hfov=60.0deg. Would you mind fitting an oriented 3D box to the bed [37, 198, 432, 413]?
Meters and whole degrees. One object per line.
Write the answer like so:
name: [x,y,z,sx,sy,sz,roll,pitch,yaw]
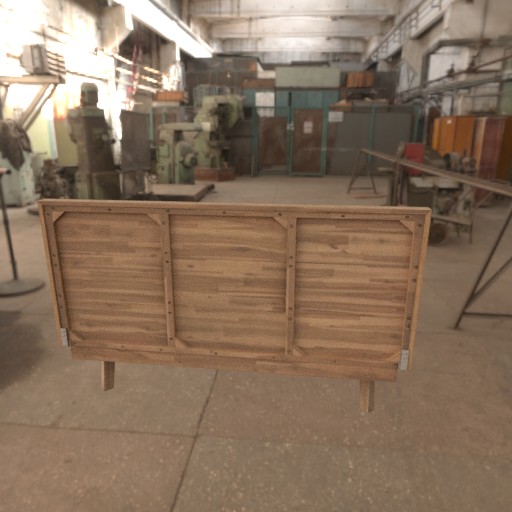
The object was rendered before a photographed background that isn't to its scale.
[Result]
bed: [0.000,0.000,3.103,1.759,1.071,2.145,2,16,8]
